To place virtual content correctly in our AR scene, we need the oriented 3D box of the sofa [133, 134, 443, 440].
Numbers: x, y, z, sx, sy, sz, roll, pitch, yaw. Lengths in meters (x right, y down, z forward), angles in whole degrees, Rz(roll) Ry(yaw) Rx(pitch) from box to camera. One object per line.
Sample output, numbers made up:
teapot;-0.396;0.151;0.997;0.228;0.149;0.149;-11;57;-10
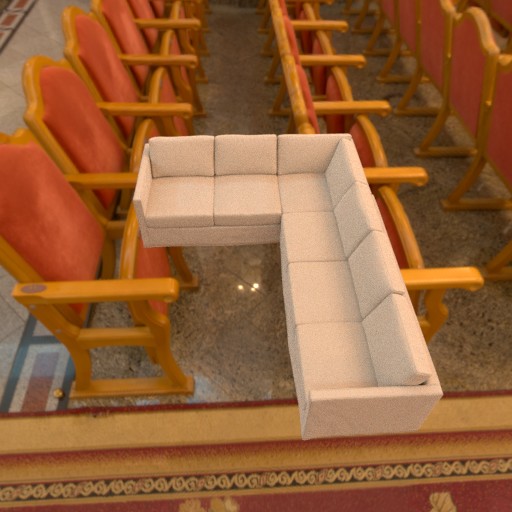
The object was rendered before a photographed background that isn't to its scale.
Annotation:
sofa;0.000;0.000;4.242;2.432;0.871;3.182;-2;47;-2
